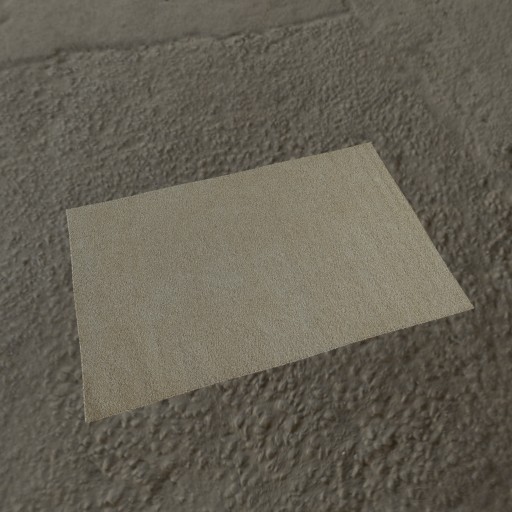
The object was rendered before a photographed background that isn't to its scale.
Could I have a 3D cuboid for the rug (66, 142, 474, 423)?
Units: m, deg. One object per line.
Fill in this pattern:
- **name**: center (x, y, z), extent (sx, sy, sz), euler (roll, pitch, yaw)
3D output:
- **rug**: center (0.000, 0.000, 2.931), extent (2.346, 0.025, 1.500), euler (-14, 59, -9)
